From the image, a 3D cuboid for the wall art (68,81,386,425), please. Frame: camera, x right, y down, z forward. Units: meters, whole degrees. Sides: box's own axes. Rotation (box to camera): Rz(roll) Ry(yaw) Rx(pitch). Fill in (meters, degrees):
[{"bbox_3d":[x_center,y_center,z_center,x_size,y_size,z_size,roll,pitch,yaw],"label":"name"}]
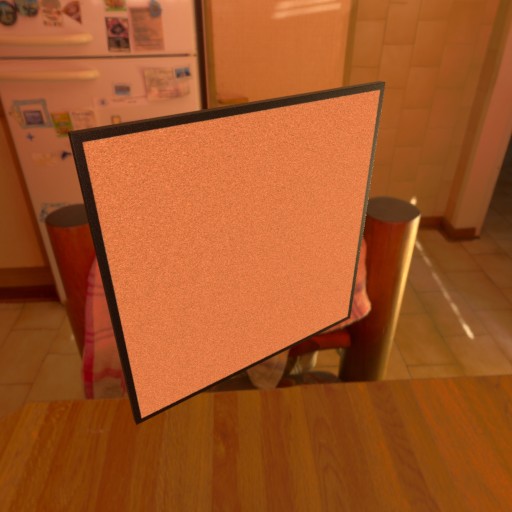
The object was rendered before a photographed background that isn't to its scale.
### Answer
[{"bbox_3d":[0.000,0.000,0.680,0.457,0.458,0.012,-20,38,-28],"label":"wall art"}]
